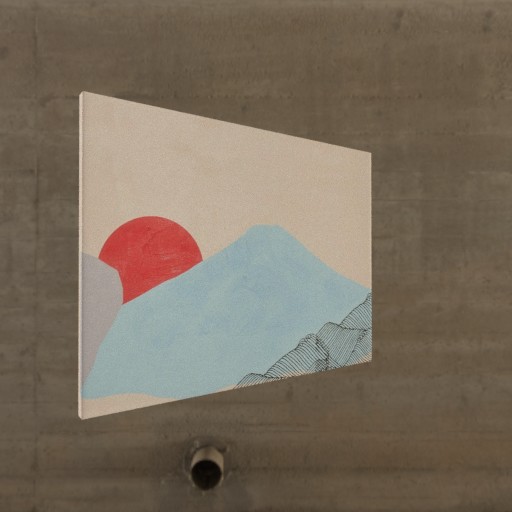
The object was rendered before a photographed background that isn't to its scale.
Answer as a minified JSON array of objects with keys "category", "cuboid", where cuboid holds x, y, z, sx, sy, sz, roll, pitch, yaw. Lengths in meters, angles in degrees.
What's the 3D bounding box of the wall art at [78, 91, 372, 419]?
[{"category":"wall art","cuboid":[0.000,0.000,1.603,1.219,0.912,0.042,0,-1,-36]}]
